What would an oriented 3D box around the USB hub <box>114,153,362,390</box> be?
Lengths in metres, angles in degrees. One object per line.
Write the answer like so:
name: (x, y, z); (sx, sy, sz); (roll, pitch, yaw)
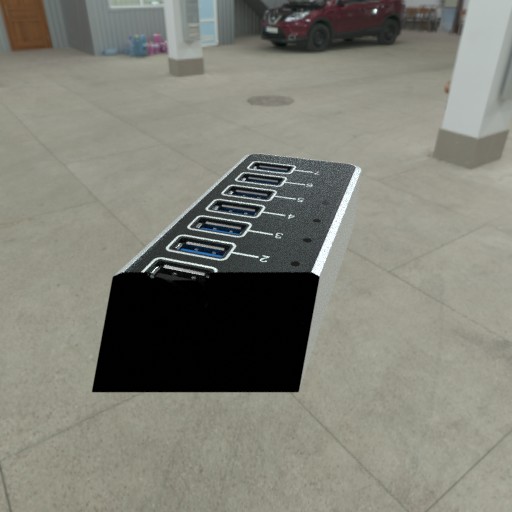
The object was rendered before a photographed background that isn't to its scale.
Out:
USB hub: (0.000, 0.000, 0.128); (0.044, 0.023, 0.110); (10, 33, 16)
